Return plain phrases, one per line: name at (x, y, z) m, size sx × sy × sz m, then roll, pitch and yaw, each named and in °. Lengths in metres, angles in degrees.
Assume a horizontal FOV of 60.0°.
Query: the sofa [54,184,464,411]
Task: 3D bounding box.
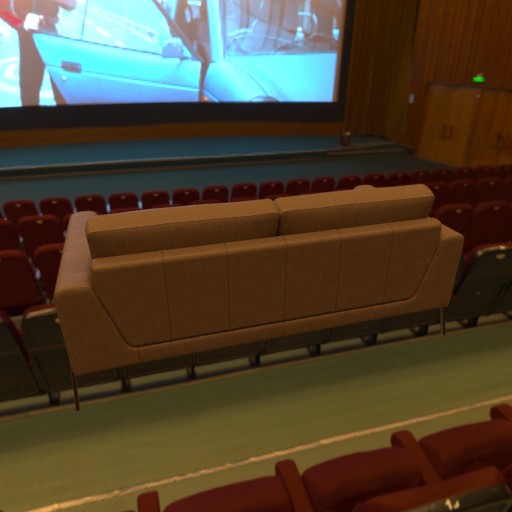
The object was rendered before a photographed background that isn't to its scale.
sofa at (0.000, 0.000, 2.517) m, size 2.017 × 0.875 × 0.953 m, roll -8°, pitch 27°, yaw -15°
